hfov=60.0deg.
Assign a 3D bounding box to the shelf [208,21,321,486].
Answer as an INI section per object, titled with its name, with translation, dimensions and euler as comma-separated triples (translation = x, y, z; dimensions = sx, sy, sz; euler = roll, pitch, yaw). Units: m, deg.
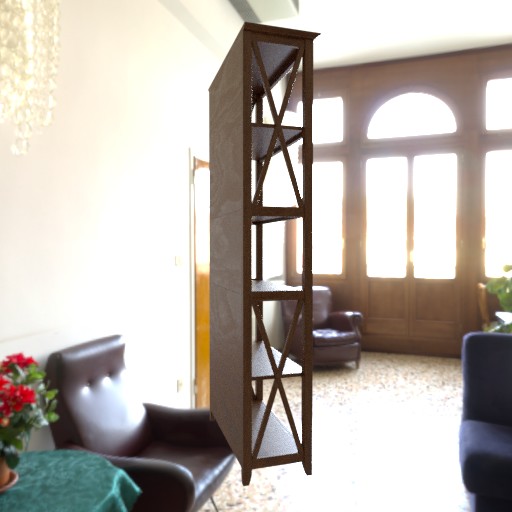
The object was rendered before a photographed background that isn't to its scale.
[shelf]
translation = 0.000, 0.000, 2.235
dimensions = 0.335, 1.905, 0.805
euler = 0, 1, -17
